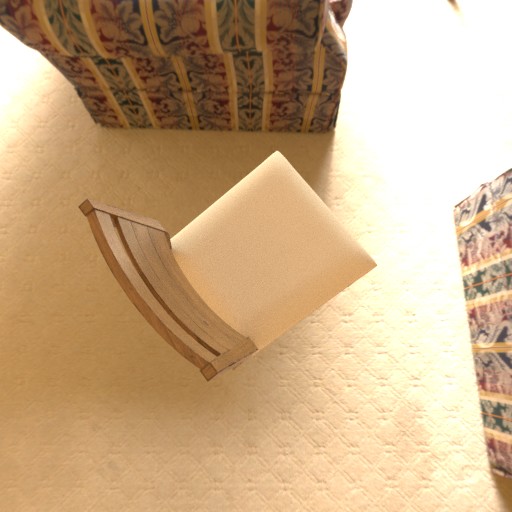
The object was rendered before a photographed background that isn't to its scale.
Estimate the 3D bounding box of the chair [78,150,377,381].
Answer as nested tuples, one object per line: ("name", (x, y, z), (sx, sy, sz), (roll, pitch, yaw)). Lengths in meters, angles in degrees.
("chair", (0.000, 0.000, 1.324), (0.610, 0.939, 0.497), (-38, 80, -8))
